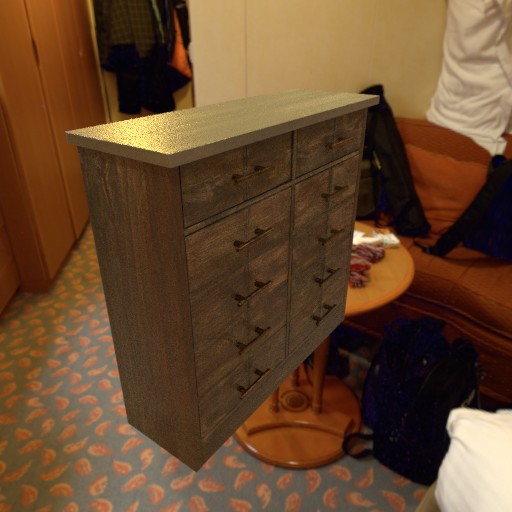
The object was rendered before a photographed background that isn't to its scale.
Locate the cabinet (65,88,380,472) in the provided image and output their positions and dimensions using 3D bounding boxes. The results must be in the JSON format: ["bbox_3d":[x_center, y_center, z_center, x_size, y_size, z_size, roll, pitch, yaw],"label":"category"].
[{"bbox_3d":[0.000,0.000,1.450,0.338,0.919,0.968,19,33,32],"label":"cabinet"}]
